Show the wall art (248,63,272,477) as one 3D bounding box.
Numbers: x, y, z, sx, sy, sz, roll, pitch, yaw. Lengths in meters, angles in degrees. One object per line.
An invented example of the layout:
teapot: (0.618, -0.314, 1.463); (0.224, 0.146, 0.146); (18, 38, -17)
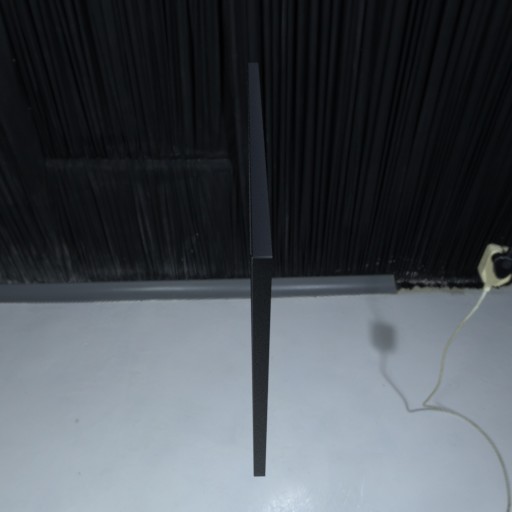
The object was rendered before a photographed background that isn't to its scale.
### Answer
wall art: (0.000, 0.000, 0.732); (0.018, 0.450, 0.521); (-1, 41, -1)
